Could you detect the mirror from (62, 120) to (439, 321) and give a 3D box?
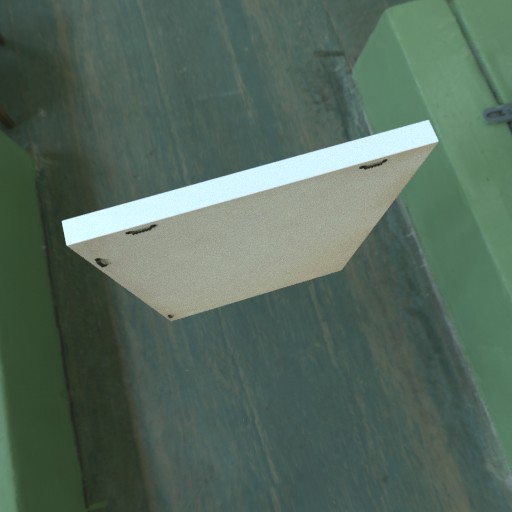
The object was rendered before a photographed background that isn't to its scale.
[{"bbox_3d":[0.000,0.000,0.922,0.507,0.710,0.040,-16,75,-5],"label":"mirror"}]
